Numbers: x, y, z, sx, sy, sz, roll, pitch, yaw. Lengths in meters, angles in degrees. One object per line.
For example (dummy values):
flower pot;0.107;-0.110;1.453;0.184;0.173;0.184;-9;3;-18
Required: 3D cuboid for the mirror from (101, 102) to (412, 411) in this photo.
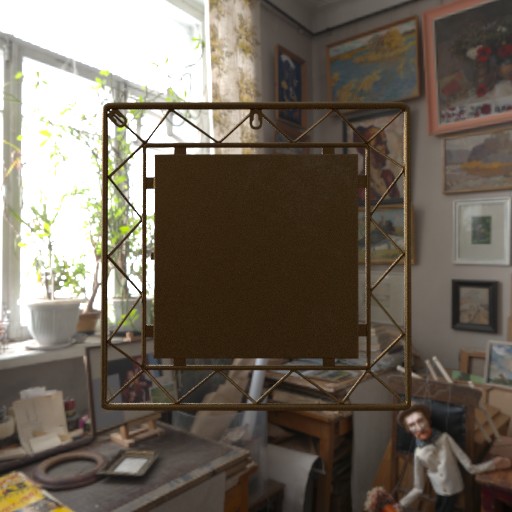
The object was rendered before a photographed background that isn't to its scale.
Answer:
mirror;0.000;0.000;0.613;0.416;0.414;0.046;0;-1;0
